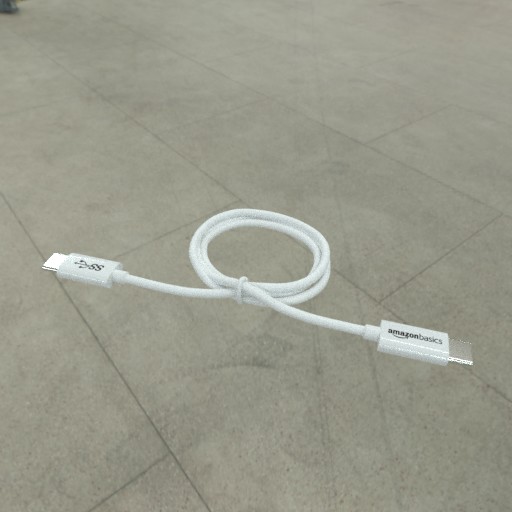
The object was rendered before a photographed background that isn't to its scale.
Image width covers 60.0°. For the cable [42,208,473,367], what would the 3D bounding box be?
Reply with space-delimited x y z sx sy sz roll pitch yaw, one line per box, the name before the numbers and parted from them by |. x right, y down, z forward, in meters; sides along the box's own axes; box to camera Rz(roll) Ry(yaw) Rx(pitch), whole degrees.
cable | 0.000 0.000 0.205 0.186 0.014 0.070 11 43 12
